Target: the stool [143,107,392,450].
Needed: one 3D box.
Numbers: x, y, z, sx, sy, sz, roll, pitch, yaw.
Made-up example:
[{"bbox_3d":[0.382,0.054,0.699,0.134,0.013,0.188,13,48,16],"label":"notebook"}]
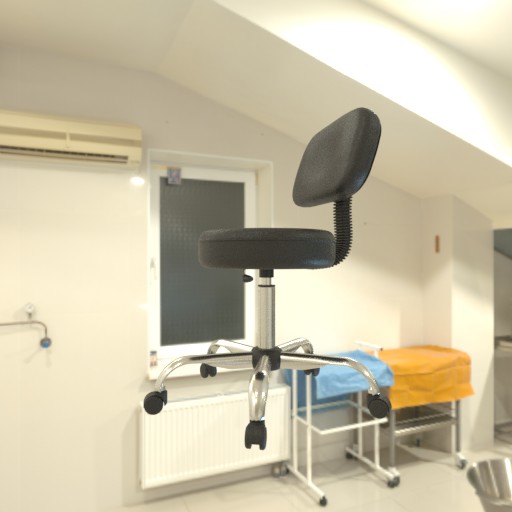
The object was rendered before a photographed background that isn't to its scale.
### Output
[{"bbox_3d":[0.000,0.000,1.311,0.648,0.862,0.673,0,0,-18],"label":"stool"}]
